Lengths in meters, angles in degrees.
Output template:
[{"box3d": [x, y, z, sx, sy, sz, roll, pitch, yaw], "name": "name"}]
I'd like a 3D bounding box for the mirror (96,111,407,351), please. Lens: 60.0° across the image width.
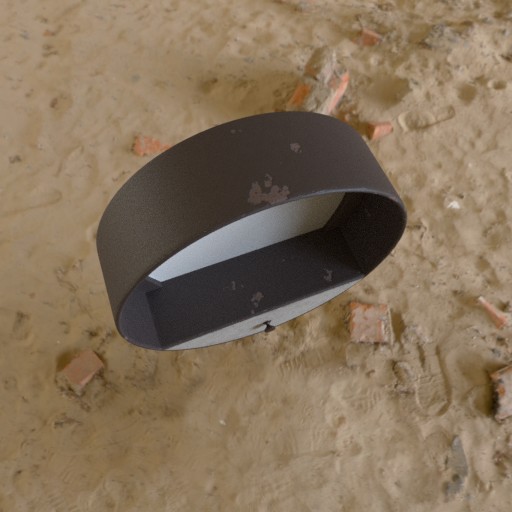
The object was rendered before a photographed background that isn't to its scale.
[{"box3d": [0.000, 0.000, 0.591, 0.386, 0.386, 0.126, -19, 65, -9], "name": "mirror"}]
